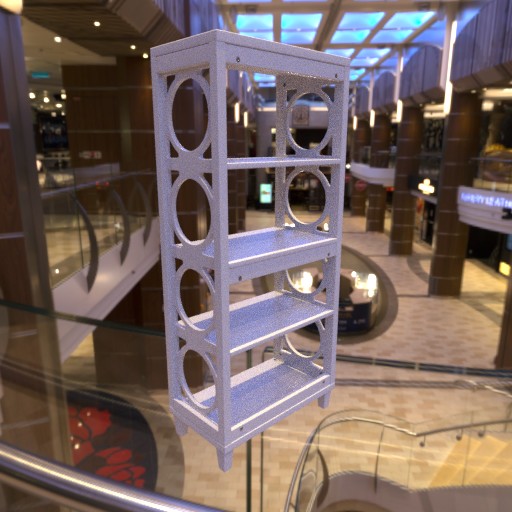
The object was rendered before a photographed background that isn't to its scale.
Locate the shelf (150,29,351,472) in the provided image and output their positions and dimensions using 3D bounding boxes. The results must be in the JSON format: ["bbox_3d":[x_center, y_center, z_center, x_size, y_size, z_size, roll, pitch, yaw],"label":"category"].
[{"bbox_3d":[0.000,0.000,1.670,0.611,1.411,0.340,-13,19,-42],"label":"shelf"}]
